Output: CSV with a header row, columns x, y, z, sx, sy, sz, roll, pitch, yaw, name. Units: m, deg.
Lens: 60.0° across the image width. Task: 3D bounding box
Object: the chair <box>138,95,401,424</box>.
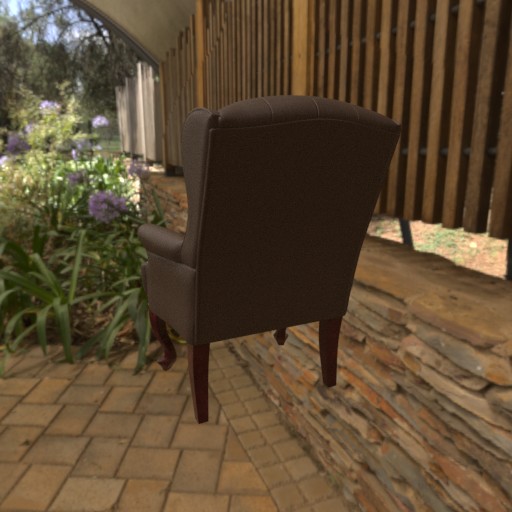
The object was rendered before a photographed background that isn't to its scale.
x,y,z,sx,sy,sz,roll,pitch,yaw,name
0.000,0.000,1.749,0.829,1.132,0.819,-7,15,-26,chair
